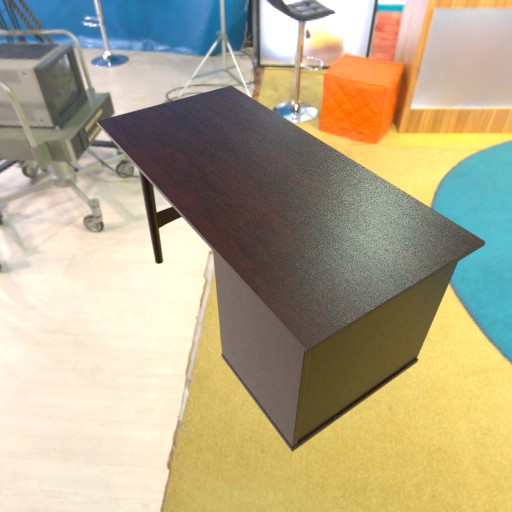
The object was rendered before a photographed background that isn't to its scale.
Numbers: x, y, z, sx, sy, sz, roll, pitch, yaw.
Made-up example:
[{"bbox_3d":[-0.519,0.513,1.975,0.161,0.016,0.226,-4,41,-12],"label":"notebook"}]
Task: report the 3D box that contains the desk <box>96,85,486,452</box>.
[{"bbox_3d":[0.000,0.000,1.699,0.612,0.758,1.277,-25,48,-25],"label":"desk"}]
